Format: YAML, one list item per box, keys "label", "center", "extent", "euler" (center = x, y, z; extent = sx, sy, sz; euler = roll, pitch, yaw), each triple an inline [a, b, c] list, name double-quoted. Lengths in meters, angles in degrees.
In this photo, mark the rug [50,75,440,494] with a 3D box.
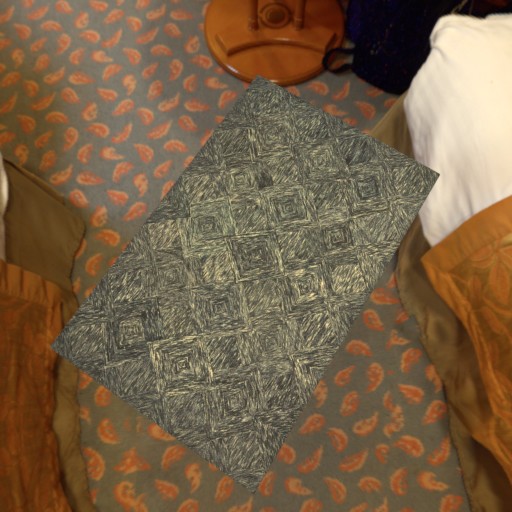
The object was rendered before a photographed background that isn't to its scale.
- label: "rug"
  center: [0.000, 0.000, 2.849]
  extent: [1.478, 0.017, 2.330]
  euler: [32, 76, 9]
